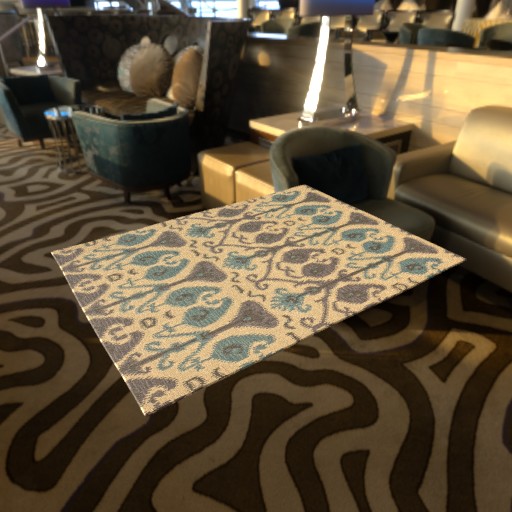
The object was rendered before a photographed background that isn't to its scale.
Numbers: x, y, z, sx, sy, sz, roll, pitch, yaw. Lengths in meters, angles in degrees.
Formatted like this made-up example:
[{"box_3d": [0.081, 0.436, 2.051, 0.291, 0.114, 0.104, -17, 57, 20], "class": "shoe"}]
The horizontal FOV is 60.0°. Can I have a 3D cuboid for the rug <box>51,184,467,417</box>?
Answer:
[{"box_3d": [0.000, 0.000, 2.976, 2.261, 0.013, 1.676, -19, 35, -29], "class": "rug"}]
